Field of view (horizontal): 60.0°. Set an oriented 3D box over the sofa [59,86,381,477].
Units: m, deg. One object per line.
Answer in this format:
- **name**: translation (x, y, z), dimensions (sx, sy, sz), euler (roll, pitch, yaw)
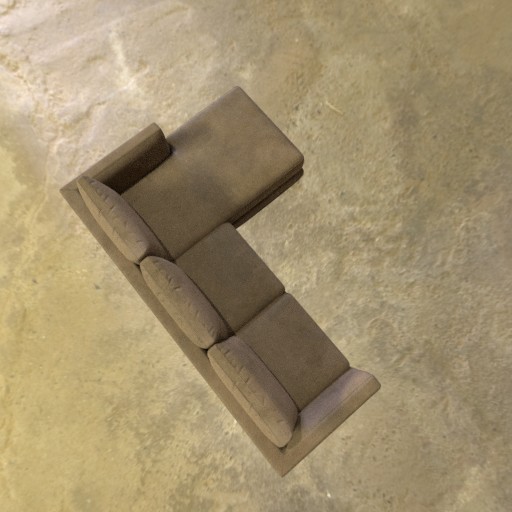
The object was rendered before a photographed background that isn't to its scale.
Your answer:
- **sofa**: translation (0.000, 0.000, 3.271), dimensions (1.622, 0.987, 2.438), euler (-39, 79, -9)
